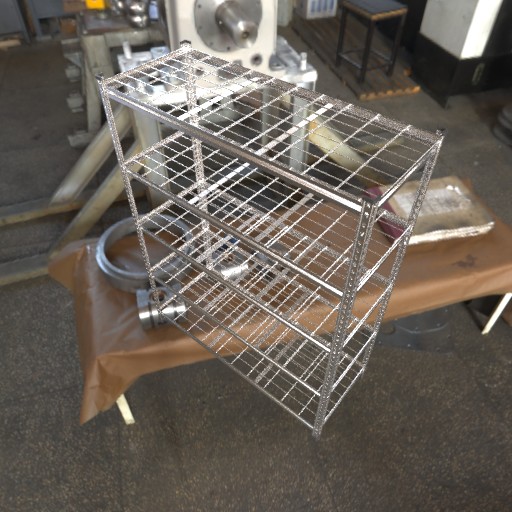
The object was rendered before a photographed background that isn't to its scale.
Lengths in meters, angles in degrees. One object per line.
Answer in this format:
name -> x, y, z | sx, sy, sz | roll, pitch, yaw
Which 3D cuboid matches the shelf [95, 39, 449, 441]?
shelf -> 0.000, 0.000, 2.670 | 1.524, 1.981, 0.610 | 31, 53, 26
